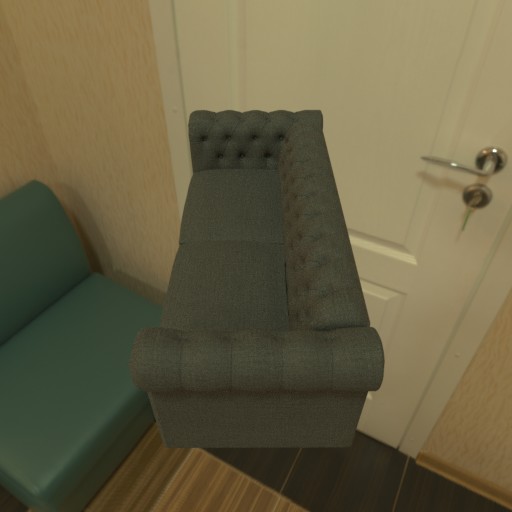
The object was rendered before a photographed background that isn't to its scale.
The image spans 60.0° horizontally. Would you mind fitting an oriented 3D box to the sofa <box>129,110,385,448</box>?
[{"bbox_3d":[0.000,0.000,2.201,0.783,0.797,1.798,0,42,0],"label":"sofa"}]
